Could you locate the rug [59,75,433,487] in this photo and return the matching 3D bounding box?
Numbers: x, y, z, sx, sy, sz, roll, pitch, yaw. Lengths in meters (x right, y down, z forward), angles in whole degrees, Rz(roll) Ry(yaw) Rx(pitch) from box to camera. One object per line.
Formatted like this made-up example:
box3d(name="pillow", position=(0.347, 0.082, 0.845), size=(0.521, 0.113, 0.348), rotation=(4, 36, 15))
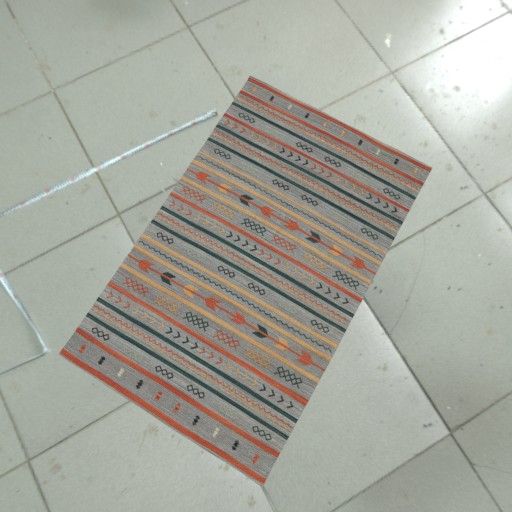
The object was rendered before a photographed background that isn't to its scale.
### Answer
box3d(name="rug", position=(0.000, 0.000, 3.035), size=(1.537, 0.029, 2.439), rotation=(30, 77, 8))
